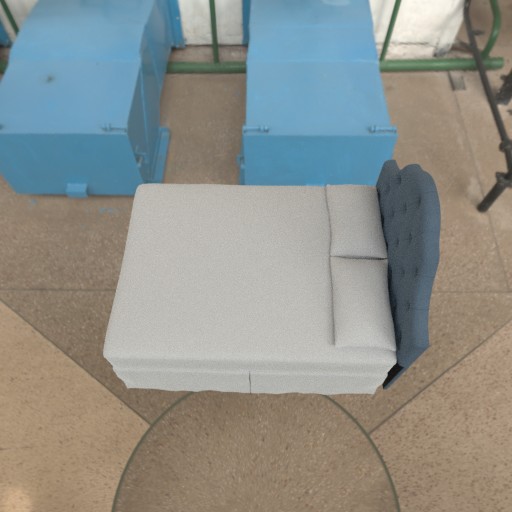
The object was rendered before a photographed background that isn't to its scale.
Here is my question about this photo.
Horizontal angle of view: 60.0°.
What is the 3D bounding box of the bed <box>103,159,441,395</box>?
[{"bbox_3d":[0.000,0.000,3.304,2.155,1.575,1.636,1,59,1],"label":"bed"}]
